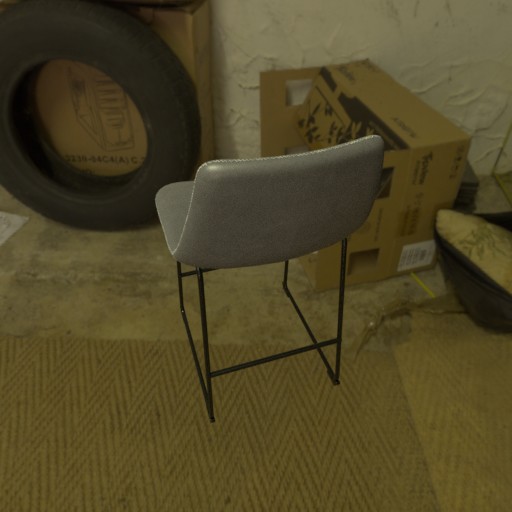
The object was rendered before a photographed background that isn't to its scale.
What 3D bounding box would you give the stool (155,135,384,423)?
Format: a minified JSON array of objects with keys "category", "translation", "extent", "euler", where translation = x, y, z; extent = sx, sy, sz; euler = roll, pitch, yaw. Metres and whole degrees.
[{"category":"stool","translation":[0.000,0.000,1.212],"extent":[0.470,0.876,0.546],"euler":[-12,43,-14]}]
